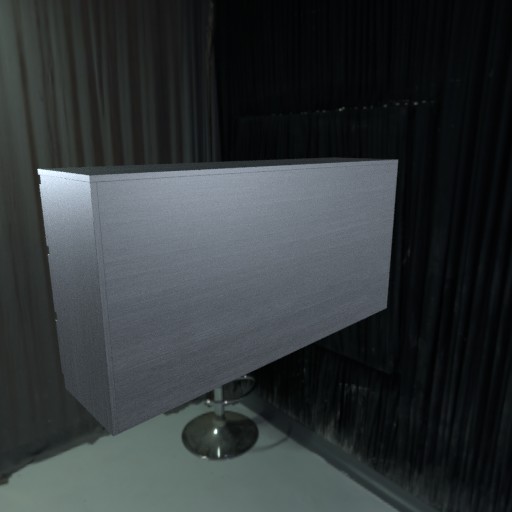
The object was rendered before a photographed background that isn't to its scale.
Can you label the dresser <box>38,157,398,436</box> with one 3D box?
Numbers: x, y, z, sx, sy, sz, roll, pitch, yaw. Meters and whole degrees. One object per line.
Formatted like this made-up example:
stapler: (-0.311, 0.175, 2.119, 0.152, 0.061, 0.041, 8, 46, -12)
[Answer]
dresser: (0.000, 0.000, 1.938, 1.590, 0.795, 0.400, -13, 20, -42)
